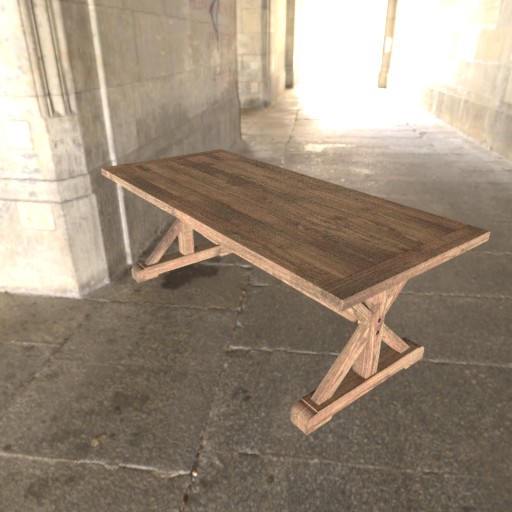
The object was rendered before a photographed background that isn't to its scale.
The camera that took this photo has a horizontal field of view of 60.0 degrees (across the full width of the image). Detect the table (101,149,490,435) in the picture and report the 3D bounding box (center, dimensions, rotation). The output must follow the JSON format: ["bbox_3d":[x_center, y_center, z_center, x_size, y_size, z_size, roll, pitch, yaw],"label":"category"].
[{"bbox_3d":[0.000,0.000,2.483,0.907,0.733,2.031,-18,31,-34],"label":"table"}]
